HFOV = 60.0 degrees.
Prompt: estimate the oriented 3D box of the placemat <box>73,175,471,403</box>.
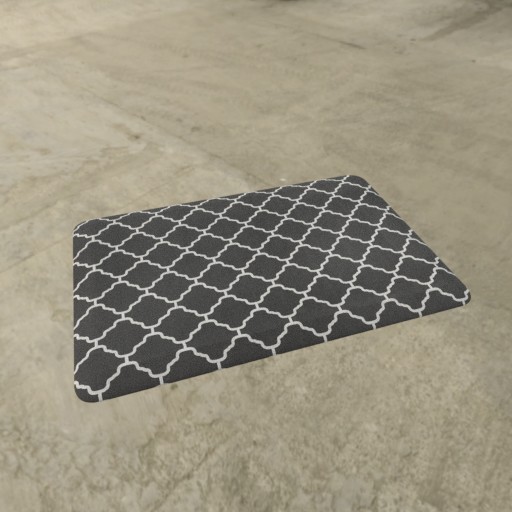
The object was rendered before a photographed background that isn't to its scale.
[{"bbox_3d":[0.000,0.000,0.964,0.762,0.021,0.508,-12,43,-13],"label":"placemat"}]
